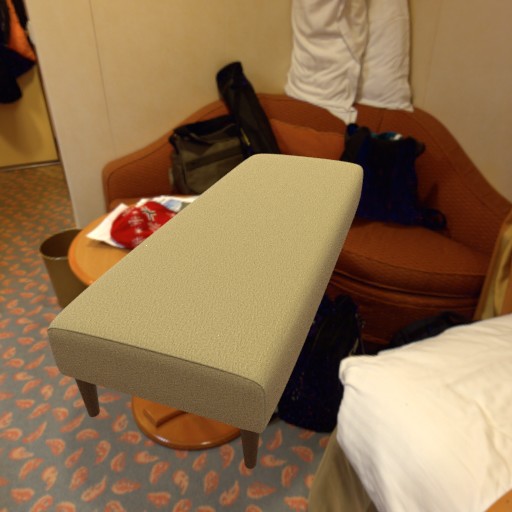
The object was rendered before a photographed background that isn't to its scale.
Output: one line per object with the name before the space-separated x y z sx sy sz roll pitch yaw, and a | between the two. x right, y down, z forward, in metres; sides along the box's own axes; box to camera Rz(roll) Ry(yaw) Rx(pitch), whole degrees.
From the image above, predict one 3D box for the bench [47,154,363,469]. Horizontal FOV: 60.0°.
bench | 0.000 0.000 1.802 0.646 0.393 1.609 10 31 17
